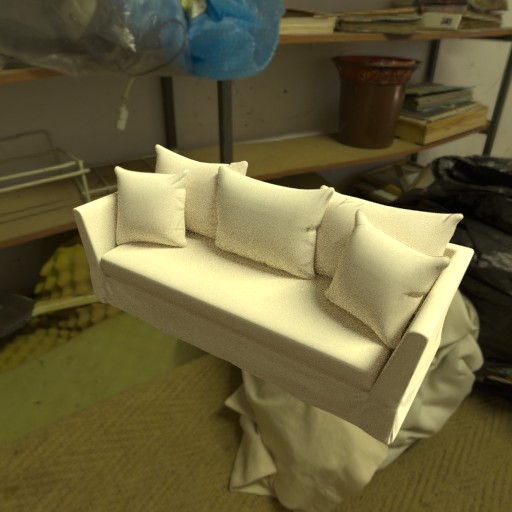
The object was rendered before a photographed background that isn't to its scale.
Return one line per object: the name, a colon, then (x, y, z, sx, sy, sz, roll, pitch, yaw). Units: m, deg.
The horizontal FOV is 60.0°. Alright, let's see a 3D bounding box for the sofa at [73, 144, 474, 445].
sofa: (0.000, 0.000, 2.994, 2.484, 1.042, 1.030, 19, 35, 29)
